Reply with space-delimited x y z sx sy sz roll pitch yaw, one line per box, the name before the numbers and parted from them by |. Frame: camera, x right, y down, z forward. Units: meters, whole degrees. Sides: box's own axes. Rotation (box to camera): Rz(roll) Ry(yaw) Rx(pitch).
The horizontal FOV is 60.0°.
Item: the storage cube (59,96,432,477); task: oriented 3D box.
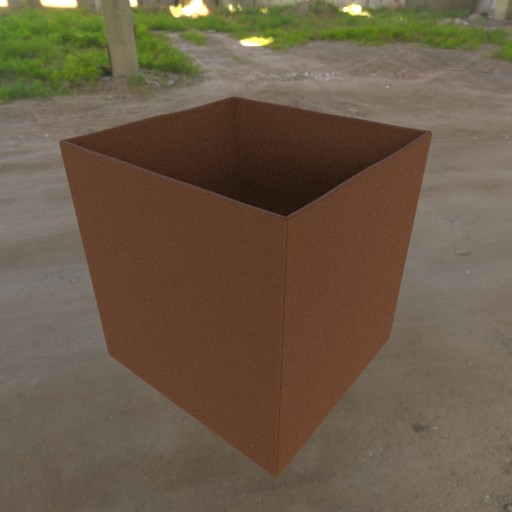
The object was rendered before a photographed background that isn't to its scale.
storage cube | 0.000 0.000 0.507 0.270 0.280 0.270 23 38 32
